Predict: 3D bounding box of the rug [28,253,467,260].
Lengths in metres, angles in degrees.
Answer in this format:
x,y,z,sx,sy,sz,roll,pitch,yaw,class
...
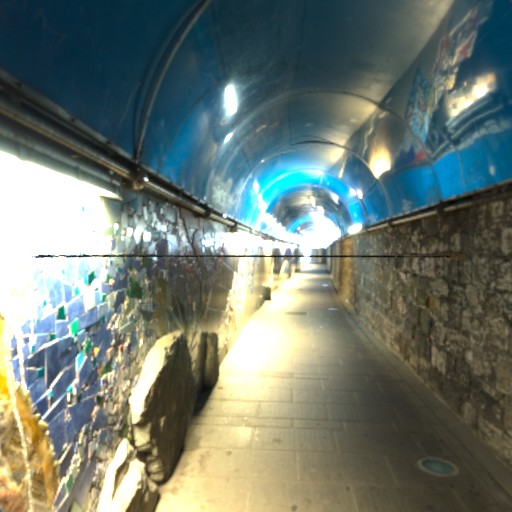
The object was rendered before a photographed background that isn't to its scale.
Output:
x,y,z,sx,sy,sz,roll,pitch,yaw,class
0.000,0.000,2.398,1.936,0.028,1.181,0,0,17,rug
